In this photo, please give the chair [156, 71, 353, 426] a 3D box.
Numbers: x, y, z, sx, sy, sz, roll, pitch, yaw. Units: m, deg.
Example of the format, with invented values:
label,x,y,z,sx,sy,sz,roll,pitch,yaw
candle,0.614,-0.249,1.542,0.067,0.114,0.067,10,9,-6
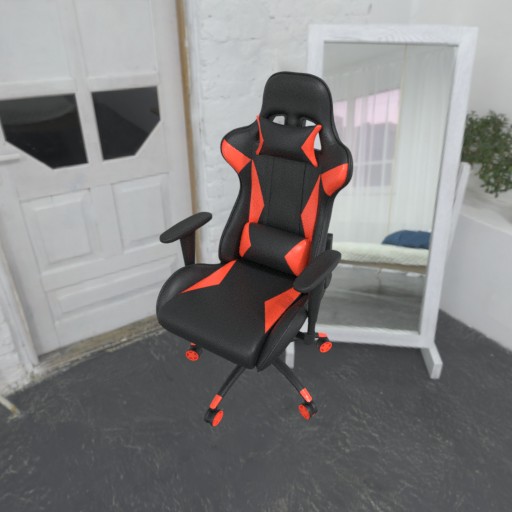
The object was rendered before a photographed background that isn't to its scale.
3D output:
label,x,y,z,sx,sy,sz,roll,pitch,yaw
chair,0.000,0.000,1.742,0.695,1.282,0.730,19,36,28
